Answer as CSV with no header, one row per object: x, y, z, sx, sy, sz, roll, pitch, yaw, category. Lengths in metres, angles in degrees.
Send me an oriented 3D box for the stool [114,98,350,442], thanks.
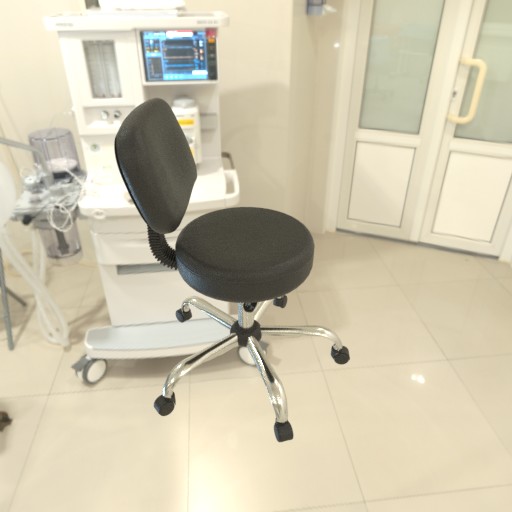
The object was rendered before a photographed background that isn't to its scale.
0.000,0.000,1.319,0.648,0.862,0.673,0,32,0,stool
